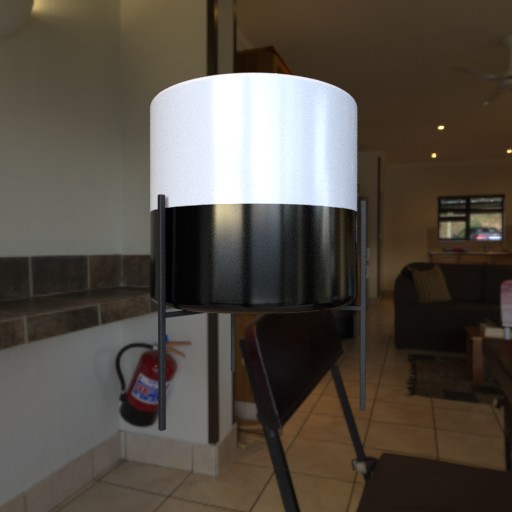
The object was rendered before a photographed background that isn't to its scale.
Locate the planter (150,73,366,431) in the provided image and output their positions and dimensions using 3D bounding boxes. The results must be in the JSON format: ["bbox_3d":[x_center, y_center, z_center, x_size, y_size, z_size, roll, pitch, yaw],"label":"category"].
[{"bbox_3d":[0.000,0.000,0.666,0.310,0.432,0.310,0,1,1],"label":"planter"}]
